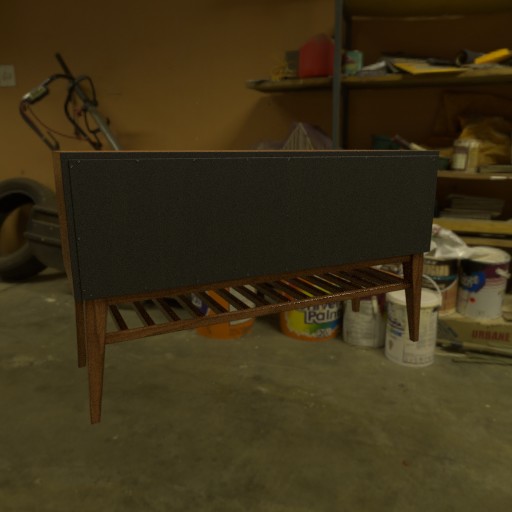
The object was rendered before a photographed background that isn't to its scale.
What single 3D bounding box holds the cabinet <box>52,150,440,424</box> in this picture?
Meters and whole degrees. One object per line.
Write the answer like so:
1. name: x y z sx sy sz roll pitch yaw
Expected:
1. cabinet: 0.000 0.000 1.735 1.363 0.802 0.477 -7 15 -26
